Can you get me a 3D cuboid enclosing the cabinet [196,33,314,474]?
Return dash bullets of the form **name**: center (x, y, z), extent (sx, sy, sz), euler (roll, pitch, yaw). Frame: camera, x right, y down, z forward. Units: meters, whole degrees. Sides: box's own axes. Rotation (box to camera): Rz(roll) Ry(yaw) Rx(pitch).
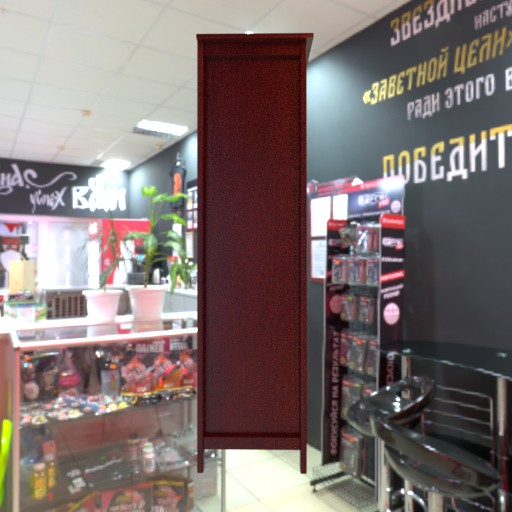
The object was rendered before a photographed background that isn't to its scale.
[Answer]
- **cabinet**: center (0.000, 0.000, 1.759), extent (0.401, 1.518, 0.500), euler (0, 0, 1)
